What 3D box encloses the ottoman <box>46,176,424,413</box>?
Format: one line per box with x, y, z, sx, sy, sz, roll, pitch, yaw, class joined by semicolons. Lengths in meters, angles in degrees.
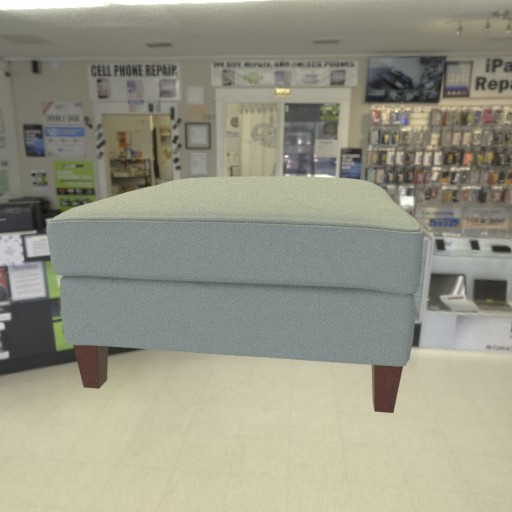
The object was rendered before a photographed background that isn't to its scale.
0.000;0.000;1.446;0.842;0.494;0.991;2;15;8;ottoman
